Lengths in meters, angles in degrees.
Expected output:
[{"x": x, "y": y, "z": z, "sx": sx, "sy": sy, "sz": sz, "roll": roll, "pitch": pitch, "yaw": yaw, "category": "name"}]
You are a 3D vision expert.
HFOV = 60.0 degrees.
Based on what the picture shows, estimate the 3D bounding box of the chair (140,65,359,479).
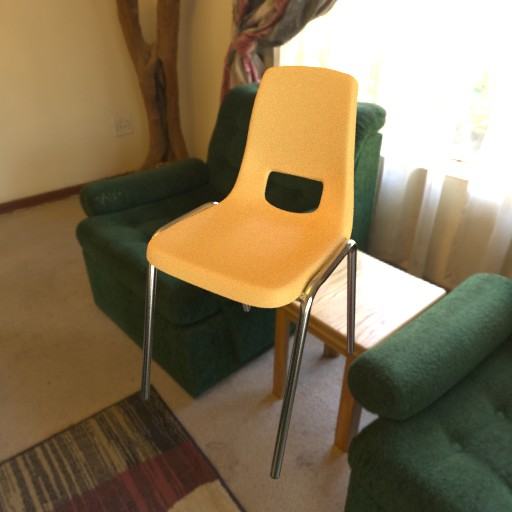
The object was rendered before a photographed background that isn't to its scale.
[{"x": 0.000, "y": 0.000, "z": 0.943, "sx": 0.381, "sy": 0.704, "sz": 0.436, "roll": 18, "pitch": 35, "yaw": 28, "category": "chair"}]
